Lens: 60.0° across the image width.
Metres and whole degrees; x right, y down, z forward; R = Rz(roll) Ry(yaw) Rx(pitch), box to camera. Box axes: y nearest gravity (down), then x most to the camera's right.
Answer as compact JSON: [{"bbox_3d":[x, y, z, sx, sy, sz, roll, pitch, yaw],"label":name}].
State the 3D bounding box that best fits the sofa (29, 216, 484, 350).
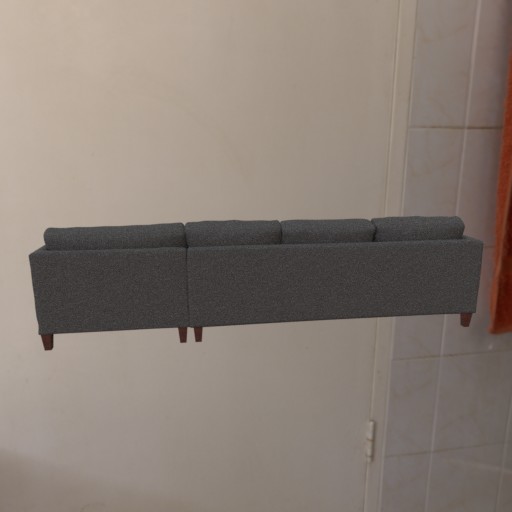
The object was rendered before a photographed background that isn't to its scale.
[{"bbox_3d":[0.000,0.000,3.880,3.186,0.846,1.625,-2,14,-7],"label":"sofa"}]
